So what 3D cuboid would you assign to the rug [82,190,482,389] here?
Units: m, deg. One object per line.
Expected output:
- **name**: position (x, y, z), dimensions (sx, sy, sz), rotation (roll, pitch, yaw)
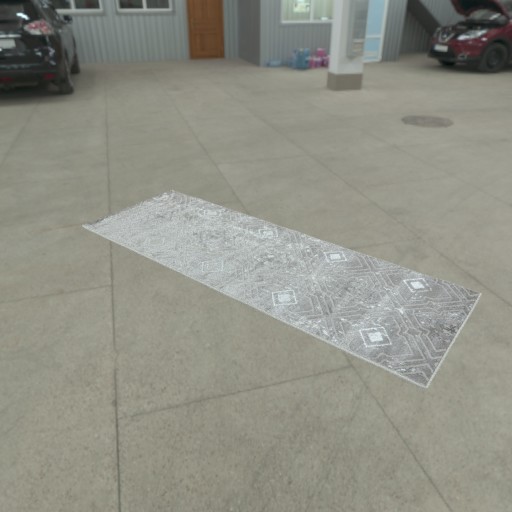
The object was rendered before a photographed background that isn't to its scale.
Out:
- **rug**: position (0.000, 0.000, 2.687), dimensions (2.381, 0.035, 0.832), rotation (21, 36, 32)
